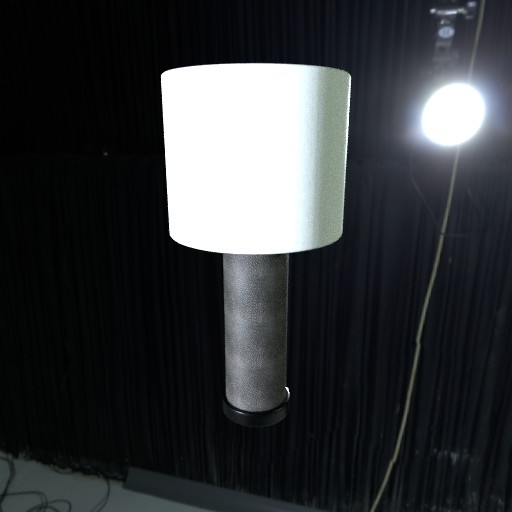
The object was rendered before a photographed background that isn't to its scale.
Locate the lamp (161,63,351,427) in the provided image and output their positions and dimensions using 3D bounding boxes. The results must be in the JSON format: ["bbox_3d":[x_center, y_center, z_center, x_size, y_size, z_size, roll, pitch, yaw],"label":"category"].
[{"bbox_3d":[0.000,0.000,0.813,0.305,0.634,0.305,3,16,10],"label":"lamp"}]
